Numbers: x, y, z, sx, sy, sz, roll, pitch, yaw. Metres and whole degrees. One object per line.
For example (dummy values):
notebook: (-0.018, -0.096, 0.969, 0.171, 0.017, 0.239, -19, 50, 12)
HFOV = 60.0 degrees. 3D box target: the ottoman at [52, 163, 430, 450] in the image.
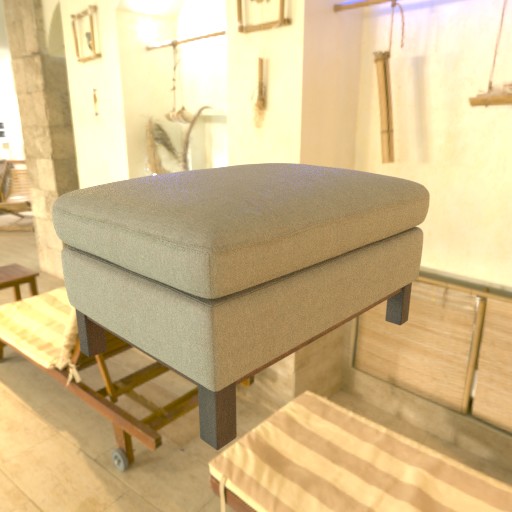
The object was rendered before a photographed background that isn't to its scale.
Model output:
ottoman: (0.000, 0.000, 1.029, 0.528, 0.404, 0.735, 15, 22, 41)
